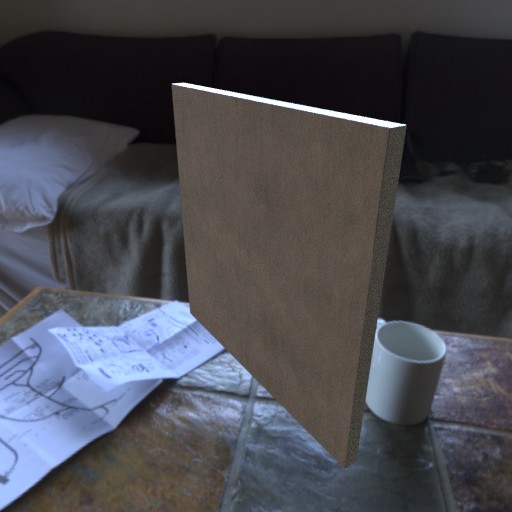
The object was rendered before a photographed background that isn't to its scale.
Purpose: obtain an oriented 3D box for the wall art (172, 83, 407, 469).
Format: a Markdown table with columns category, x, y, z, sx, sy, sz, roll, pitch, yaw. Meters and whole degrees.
| category | x | y | z | sx | sy | sz | roll | pitch | yaw |
| --- | --- | --- | --- | --- | --- | --- | --- | --- | --- |
| wall art | 0.000 | 0.000 | 0.672 | 0.023 | 0.453 | 0.455 | -17 | 32 | -31 |
